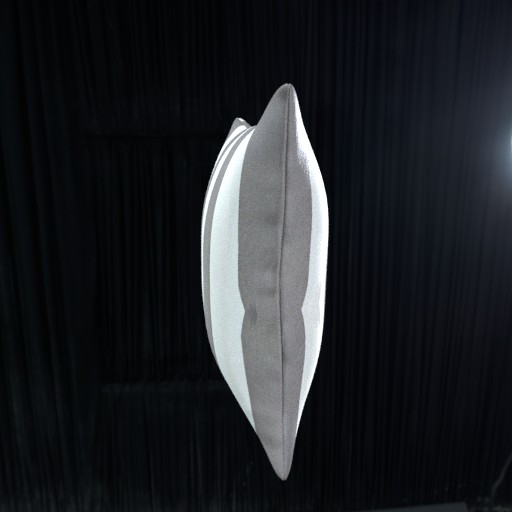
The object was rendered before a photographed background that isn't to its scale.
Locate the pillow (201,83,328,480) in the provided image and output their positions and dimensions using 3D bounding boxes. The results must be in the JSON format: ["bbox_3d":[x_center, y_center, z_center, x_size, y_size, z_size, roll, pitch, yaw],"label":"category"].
[{"bbox_3d":[0.000,0.000,0.788,0.192,0.507,0.522,-2,14,-8],"label":"pillow"}]
